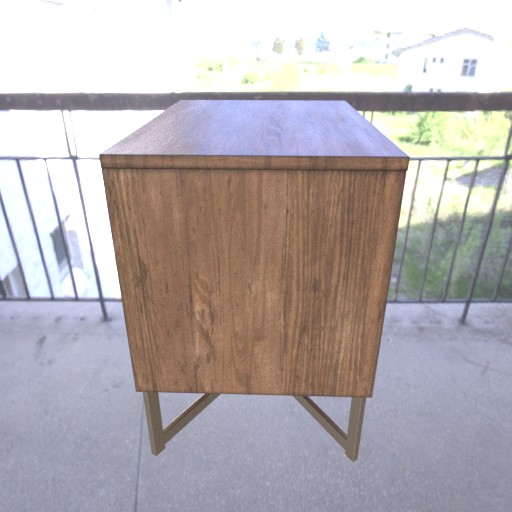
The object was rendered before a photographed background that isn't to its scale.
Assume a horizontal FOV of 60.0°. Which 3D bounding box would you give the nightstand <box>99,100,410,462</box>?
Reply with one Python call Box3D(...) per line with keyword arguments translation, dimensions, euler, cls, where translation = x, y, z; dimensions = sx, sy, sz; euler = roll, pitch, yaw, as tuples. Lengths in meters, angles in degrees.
Box3D(translation=(0.000, 0.000, 1.022), dimensions=(0.446, 0.610, 0.610), euler=(1, 26, 2), cls="nightstand")
